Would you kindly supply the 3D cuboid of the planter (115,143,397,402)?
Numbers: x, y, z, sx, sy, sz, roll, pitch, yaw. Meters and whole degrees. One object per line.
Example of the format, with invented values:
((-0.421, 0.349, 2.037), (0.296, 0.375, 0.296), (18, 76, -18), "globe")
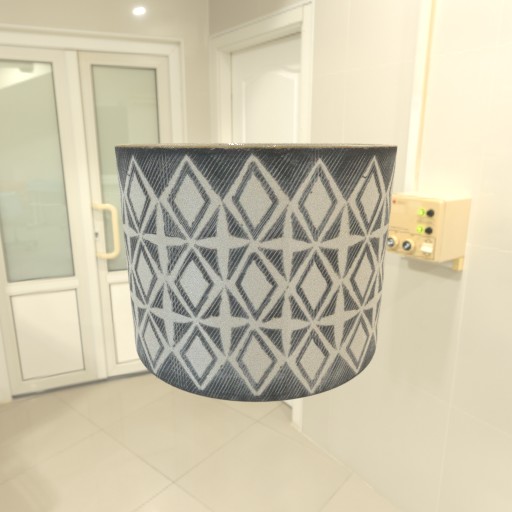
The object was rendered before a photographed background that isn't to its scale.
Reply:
((0.000, 0.000, 0.336), (0.192, 0.165, 0.192), (0, 15, 0), "planter")
